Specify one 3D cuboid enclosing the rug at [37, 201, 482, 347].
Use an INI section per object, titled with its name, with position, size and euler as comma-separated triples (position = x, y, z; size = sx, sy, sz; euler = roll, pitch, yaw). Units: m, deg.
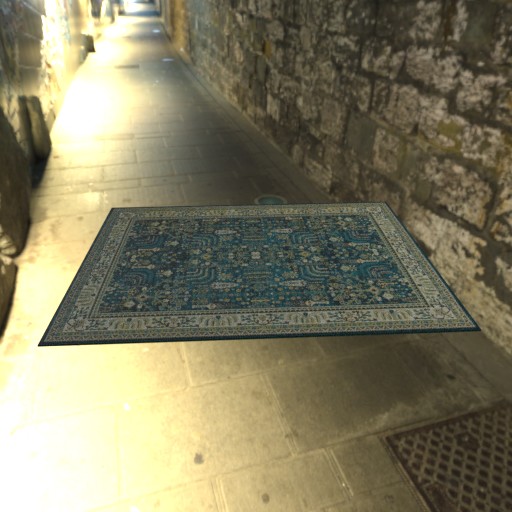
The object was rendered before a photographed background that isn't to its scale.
[rug]
position = 0.000, 0.000, 2.886
size = 2.213, 0.013, 1.594
euler = -2, 31, -3
